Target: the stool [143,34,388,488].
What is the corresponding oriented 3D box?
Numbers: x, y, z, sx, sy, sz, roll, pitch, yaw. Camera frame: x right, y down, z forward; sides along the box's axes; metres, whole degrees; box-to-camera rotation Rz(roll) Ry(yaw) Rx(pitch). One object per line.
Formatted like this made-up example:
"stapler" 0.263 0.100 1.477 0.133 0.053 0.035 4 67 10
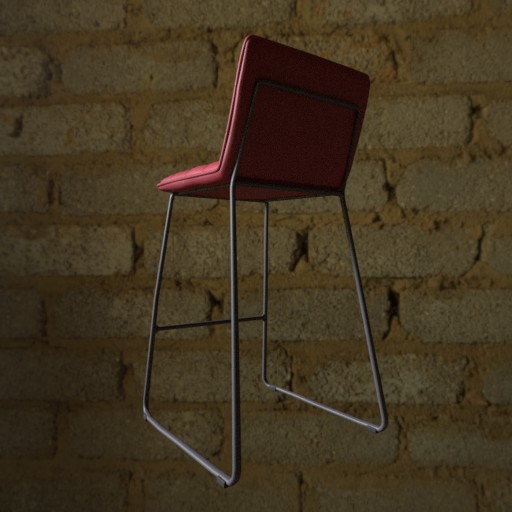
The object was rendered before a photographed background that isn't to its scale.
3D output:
"stool" 0.000 0.000 1.222 0.489 0.937 0.524 0 1 -35
